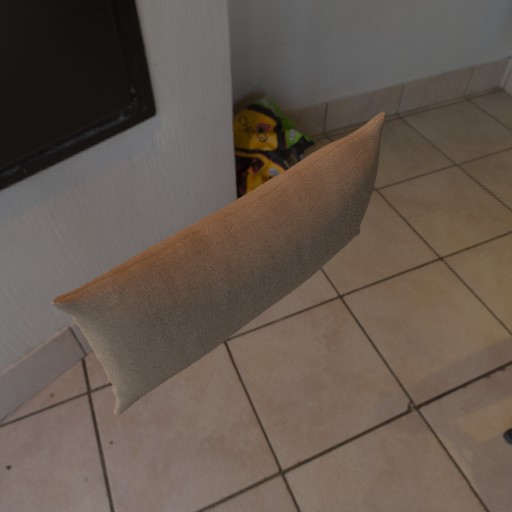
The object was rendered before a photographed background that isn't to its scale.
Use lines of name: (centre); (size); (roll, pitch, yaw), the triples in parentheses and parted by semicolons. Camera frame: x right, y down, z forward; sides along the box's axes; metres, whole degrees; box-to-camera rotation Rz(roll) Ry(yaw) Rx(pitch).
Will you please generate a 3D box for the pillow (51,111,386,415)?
pillow: (0.000, 0.000, 0.733); (0.612, 0.308, 0.148); (-34, 57, -26)
